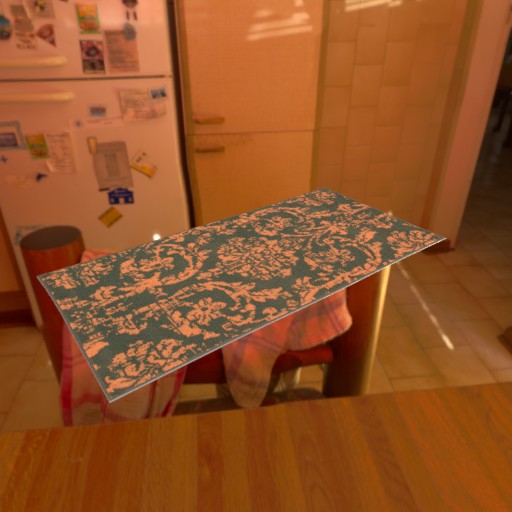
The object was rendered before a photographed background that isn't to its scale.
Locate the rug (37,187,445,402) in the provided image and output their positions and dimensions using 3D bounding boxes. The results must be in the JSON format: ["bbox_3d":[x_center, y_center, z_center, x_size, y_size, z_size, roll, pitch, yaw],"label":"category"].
[{"bbox_3d":[0.000,0.000,1.452,1.219,0.007,0.604,-21,36,-31],"label":"rug"}]
